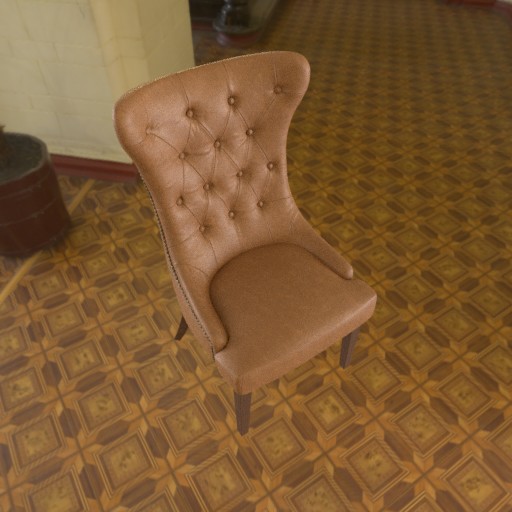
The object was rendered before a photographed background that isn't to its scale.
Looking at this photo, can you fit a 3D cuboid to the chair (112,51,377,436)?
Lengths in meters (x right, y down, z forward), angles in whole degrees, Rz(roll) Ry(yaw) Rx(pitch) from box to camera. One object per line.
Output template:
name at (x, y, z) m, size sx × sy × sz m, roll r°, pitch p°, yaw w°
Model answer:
chair at (0.000, 0.000, 1.463) m, size 0.611 × 1.065 × 0.669 m, roll -26°, pitch 51°, yaw -22°
